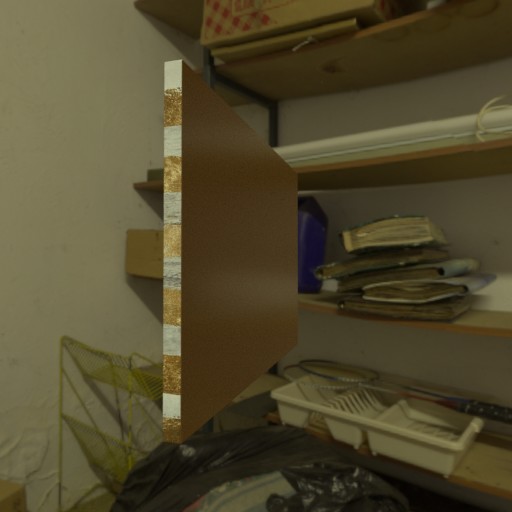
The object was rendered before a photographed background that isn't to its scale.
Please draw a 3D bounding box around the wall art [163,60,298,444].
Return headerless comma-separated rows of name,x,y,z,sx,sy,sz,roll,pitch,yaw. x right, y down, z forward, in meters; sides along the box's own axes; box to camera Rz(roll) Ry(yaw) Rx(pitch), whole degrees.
wall art,0.000,0.000,1.430,0.041,0.762,1.145,0,-1,17
